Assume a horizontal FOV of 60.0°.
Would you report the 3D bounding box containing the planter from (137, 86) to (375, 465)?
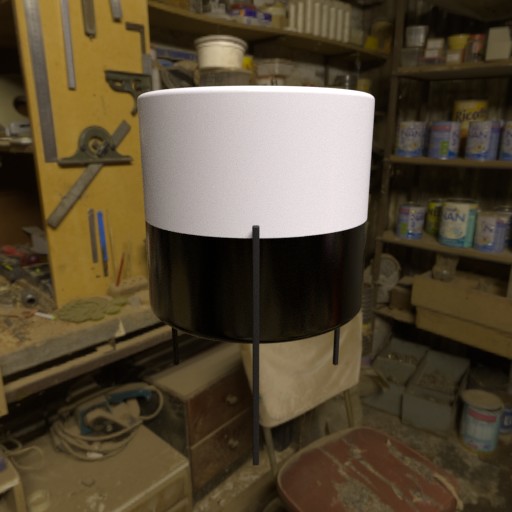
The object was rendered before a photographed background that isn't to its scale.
[{"bbox_3d":[0.000,0.000,0.639,0.310,0.432,0.310,-15,21,-43],"label":"planter"}]
